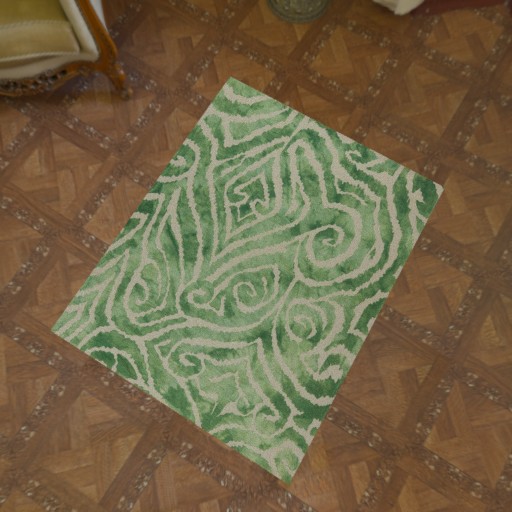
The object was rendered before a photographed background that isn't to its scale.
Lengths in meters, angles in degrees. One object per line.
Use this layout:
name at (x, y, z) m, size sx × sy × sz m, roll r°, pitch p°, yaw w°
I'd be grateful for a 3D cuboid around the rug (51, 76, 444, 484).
rug at (0.000, 0.000, 4.115) m, size 2.436 × 0.007 × 3.045 m, roll 30°, pitch 77°, yaw 8°
